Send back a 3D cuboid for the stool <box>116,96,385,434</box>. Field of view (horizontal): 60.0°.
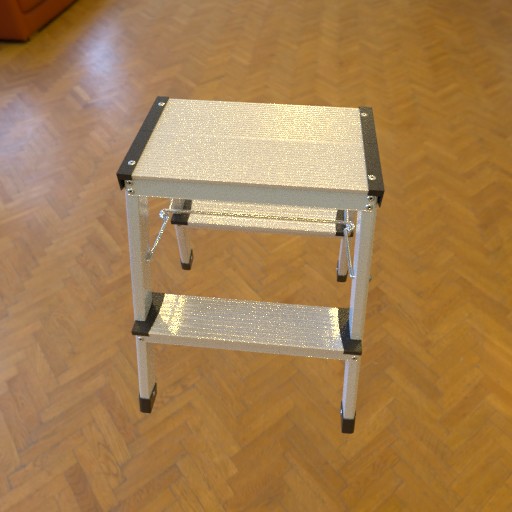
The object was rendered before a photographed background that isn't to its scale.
[{"bbox_3d":[0.000,0.000,0.786,0.404,0.480,0.405,4,47,4],"label":"stool"}]
